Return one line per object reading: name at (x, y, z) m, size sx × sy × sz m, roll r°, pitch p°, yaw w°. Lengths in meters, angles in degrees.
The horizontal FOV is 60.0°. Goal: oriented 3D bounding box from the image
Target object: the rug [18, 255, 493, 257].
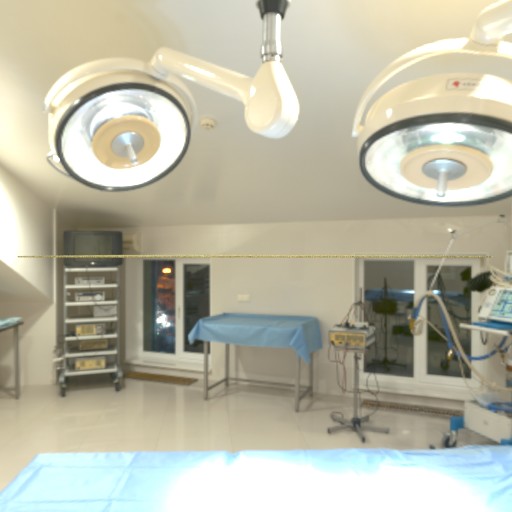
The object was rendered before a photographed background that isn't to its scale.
rug at (0.000, 0.000, 2.894) m, size 2.297 × 0.007 × 1.529 m, roll 0°, pitch 0°, yaw 1°
